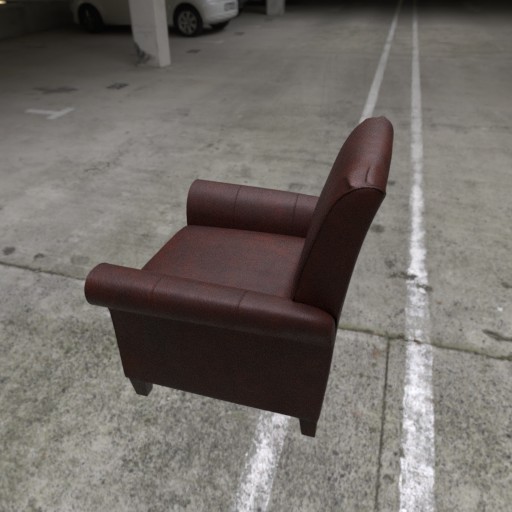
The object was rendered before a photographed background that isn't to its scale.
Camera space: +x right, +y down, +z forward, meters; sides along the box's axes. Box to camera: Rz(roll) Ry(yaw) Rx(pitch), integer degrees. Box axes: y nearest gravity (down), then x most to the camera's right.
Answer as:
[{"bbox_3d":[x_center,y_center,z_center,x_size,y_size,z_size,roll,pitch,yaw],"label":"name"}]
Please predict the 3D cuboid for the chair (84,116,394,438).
[{"bbox_3d":[0.000,0.000,1.755,0.902,1.061,0.978,8,31,14],"label":"chair"}]
